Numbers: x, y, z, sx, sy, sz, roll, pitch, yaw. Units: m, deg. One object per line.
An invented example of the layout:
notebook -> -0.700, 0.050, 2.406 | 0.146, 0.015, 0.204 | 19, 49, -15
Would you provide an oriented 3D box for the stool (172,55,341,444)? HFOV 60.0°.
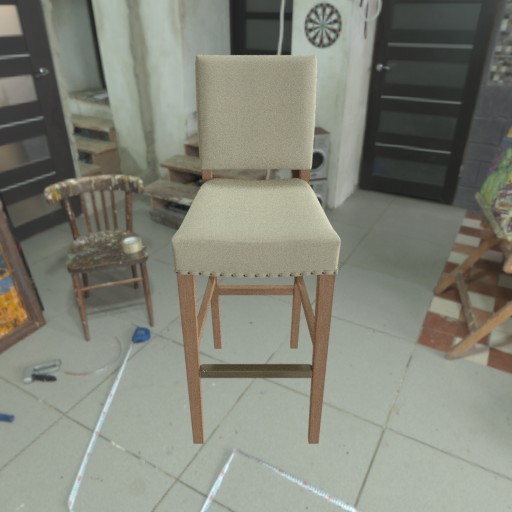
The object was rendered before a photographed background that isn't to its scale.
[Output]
stool -> 0.000, 0.000, 1.428 | 0.428, 1.143, 0.546 | 0, 29, 0
